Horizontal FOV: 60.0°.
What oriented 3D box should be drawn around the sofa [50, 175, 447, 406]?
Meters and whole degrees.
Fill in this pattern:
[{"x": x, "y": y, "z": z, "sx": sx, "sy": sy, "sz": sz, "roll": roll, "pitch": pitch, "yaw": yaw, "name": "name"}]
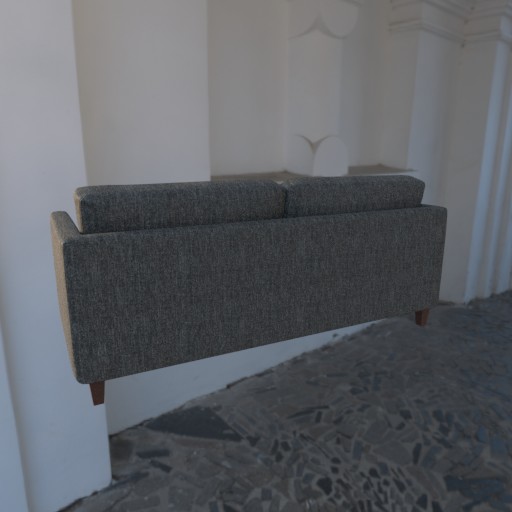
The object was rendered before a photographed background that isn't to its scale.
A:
[{"x": 0.000, "y": 0.000, "z": 2.687, "sx": 2.208, "sy": 0.960, "sz": 0.948, "roll": -7, "pitch": 15, "yaw": -26, "name": "sofa"}]
